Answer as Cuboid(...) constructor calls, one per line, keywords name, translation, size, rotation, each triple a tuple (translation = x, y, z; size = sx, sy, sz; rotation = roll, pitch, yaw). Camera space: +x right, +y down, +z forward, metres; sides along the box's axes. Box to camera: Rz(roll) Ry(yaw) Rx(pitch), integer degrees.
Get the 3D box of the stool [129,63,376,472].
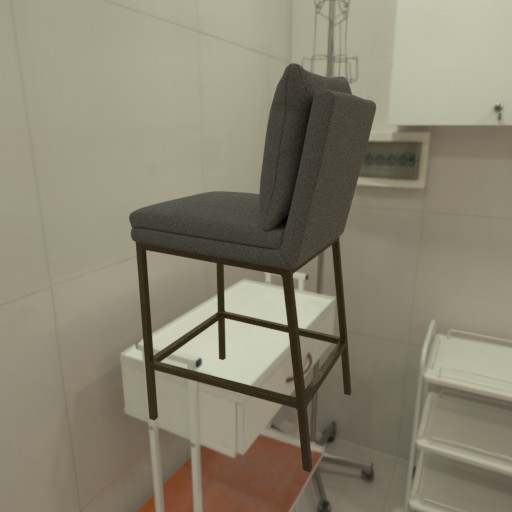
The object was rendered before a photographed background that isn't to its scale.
Cuboid(name="stool", translation=(0.000, 0.000, 1.338), size=(0.569, 1.030, 0.463), rotation=(8, 18, 26))
